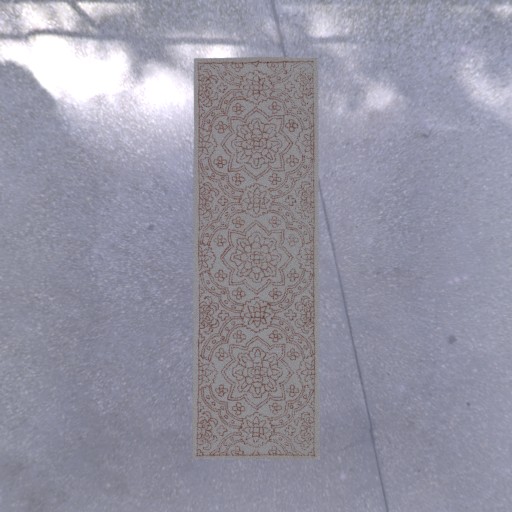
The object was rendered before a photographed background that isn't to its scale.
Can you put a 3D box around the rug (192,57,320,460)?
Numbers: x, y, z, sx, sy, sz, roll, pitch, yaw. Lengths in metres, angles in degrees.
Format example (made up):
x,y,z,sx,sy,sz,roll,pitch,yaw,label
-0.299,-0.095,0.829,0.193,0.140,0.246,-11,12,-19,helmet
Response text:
x,y,z,sx,sy,sz,roll,pitch,yaw,label
0.000,0.000,2.694,0.769,0.012,2.448,0,89,1,rug
